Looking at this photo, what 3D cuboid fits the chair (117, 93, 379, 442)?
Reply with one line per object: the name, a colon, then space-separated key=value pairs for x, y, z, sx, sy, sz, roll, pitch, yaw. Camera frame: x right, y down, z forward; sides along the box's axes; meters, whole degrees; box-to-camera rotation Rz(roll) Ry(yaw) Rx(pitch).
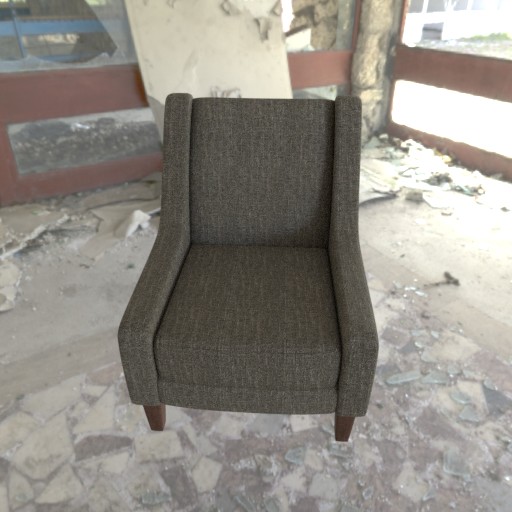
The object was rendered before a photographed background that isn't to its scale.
chair: x=0.000 y=0.000 z=1.680 sx=0.793 sy=1.012 sz=0.944 roll=2 pitch=31 yaw=3
